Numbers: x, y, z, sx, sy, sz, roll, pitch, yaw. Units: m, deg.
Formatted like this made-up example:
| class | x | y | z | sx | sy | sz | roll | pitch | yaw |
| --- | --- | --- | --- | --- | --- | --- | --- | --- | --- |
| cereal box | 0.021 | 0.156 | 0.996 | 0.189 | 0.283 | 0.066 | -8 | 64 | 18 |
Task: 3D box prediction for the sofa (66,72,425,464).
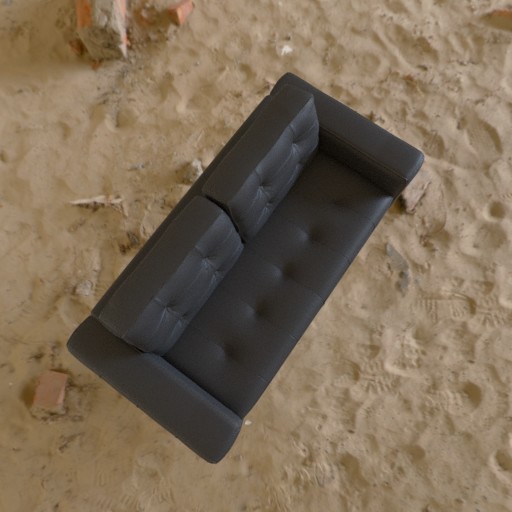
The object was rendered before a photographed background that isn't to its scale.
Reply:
| class | x | y | z | sx | sy | sz | roll | pitch | yaw |
| --- | --- | --- | --- | --- | --- | --- | --- | --- | --- |
| sofa | 0.000 | 0.000 | 2.187 | 0.833 | 0.893 | 1.726 | 35 | 78 | 9 |
